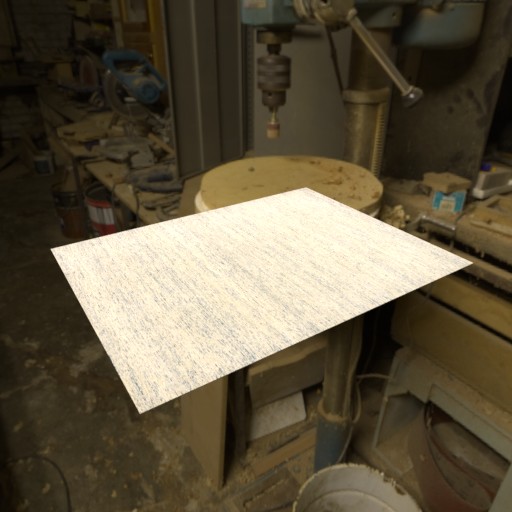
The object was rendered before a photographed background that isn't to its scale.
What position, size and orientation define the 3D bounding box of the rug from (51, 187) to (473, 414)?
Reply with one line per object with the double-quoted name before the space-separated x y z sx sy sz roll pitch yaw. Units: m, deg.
"rug" 0.000 0.000 4.212 3.197 0.006 2.438 -17 33 -29
